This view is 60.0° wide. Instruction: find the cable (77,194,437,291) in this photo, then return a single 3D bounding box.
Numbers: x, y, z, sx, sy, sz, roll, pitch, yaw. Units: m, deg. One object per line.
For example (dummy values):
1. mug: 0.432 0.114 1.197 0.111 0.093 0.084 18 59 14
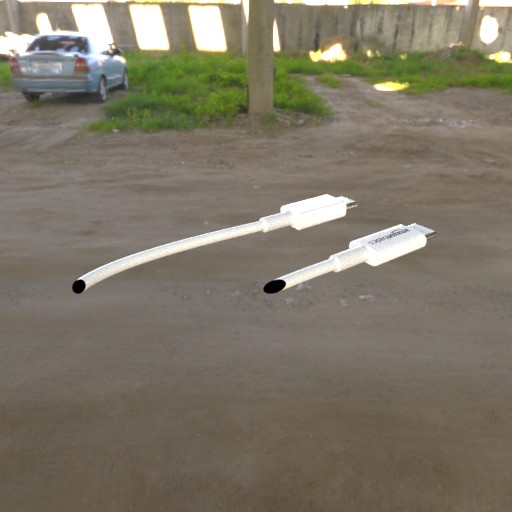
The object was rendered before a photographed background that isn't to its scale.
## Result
1. cable: 0.000 0.000 0.114 0.098 0.006 0.040 -18 32 -31
